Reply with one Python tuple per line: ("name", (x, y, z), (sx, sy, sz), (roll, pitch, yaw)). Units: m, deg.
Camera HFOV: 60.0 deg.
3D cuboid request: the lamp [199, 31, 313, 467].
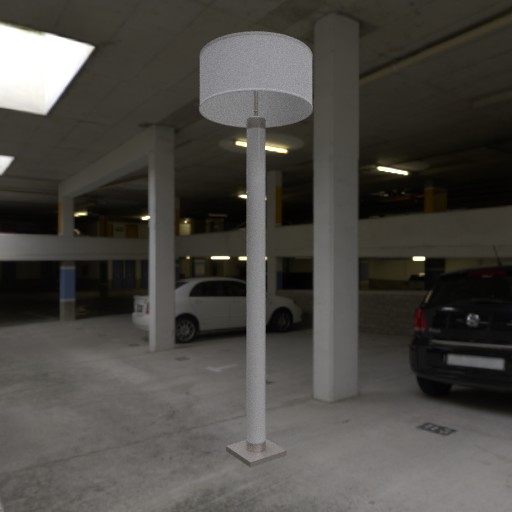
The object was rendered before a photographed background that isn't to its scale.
("lamp", (0.000, 0.000, 1.648), (0.420, 1.475, 0.420), (0, 0, -35))
